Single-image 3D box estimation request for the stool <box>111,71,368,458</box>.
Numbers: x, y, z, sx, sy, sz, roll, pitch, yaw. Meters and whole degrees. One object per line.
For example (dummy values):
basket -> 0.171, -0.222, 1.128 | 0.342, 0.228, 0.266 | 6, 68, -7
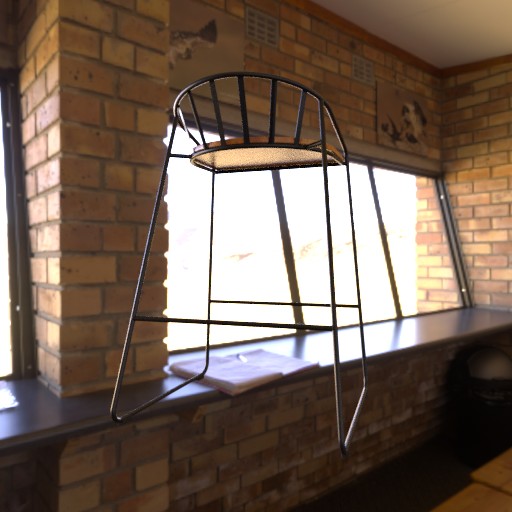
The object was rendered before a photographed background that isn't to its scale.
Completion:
stool -> 0.000, 0.000, 1.189 | 0.546, 0.812, 0.521 | 0, 0, 19
